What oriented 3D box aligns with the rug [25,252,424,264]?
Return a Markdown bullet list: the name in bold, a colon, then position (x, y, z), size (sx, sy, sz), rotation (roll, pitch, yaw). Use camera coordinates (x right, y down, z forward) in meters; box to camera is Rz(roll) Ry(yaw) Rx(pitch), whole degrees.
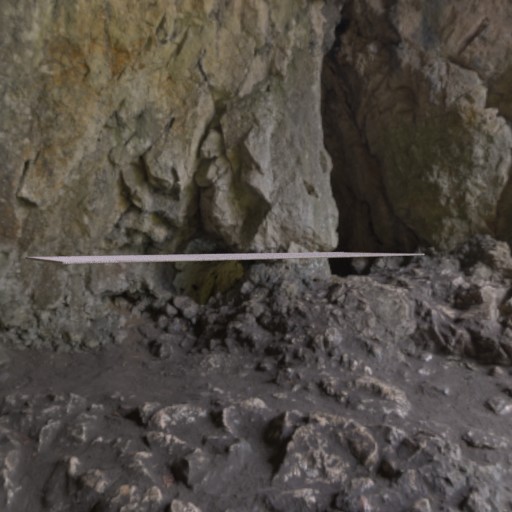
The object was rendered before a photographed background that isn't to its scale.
- **rug**: position (0.000, 0.000, 2.754), size (2.452, 0.012, 0.775), rotation (-1, 2, -37)
